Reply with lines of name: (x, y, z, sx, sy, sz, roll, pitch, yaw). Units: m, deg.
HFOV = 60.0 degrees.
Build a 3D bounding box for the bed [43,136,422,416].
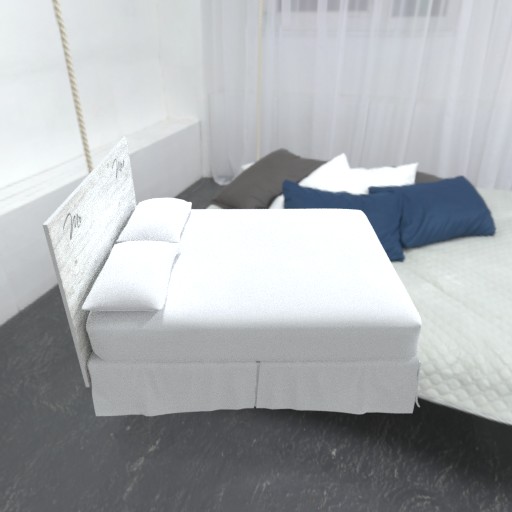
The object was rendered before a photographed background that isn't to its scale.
bed: (0.000, 0.000, 3.225, 2.094, 1.335, 1.745, 0, 30, -1)
